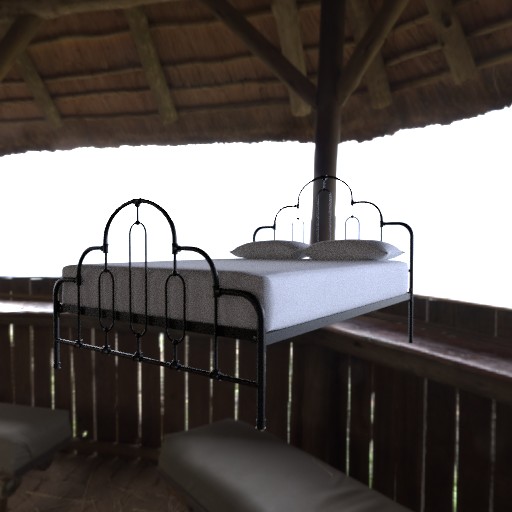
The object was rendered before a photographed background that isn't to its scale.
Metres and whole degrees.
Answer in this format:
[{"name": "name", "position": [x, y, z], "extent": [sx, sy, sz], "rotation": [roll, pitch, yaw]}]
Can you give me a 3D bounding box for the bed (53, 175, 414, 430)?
[{"name": "bed", "position": [0.000, 0.000, 3.209], "extent": [1.626, 1.444, 2.181], "rotation": [1, 2, 36]}]
